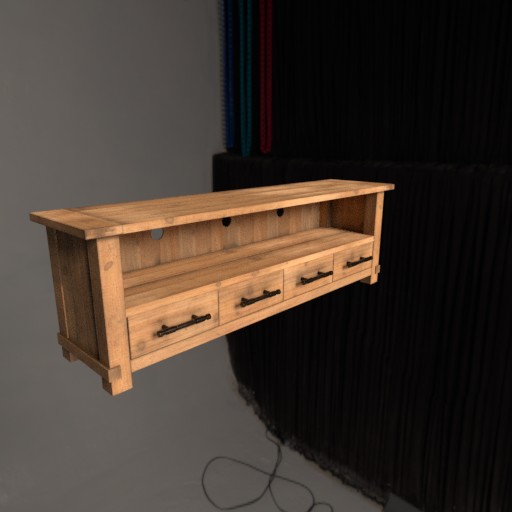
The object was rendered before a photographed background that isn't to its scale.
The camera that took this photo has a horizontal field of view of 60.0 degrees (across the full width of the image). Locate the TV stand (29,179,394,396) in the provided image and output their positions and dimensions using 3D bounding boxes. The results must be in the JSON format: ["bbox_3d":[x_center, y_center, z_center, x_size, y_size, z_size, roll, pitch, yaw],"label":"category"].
[{"bbox_3d":[0.000,0.000,2.089,0.453,0.573,1.804,14,21,43],"label":"TV stand"}]
